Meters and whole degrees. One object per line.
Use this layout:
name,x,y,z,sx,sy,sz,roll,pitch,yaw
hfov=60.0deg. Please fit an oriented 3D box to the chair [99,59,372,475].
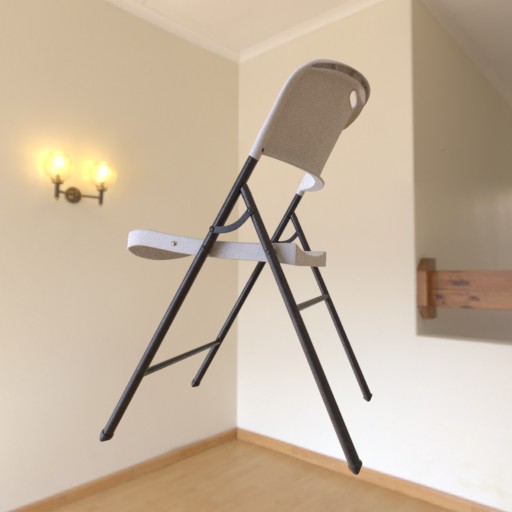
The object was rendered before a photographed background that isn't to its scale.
chair,0.000,0.000,1.121,0.566,0.810,0.494,-1,-2,17
